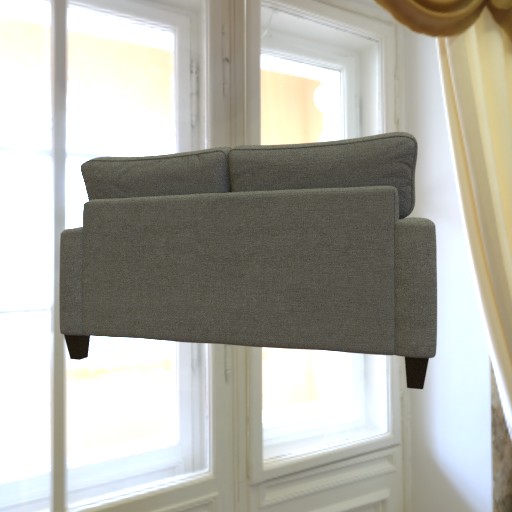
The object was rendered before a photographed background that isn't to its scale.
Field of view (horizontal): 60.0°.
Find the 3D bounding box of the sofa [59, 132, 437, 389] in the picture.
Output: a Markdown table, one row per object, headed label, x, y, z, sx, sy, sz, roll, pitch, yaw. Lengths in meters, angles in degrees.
| label | x | y | z | sx | sy | sz | roll | pitch | yaw |
| --- | --- | --- | --- | --- | --- | --- | --- | --- | --- |
| sofa | 0.000 | 0.000 | 2.245 | 1.651 | 0.965 | 0.965 | 0 | 0 | 18 |
